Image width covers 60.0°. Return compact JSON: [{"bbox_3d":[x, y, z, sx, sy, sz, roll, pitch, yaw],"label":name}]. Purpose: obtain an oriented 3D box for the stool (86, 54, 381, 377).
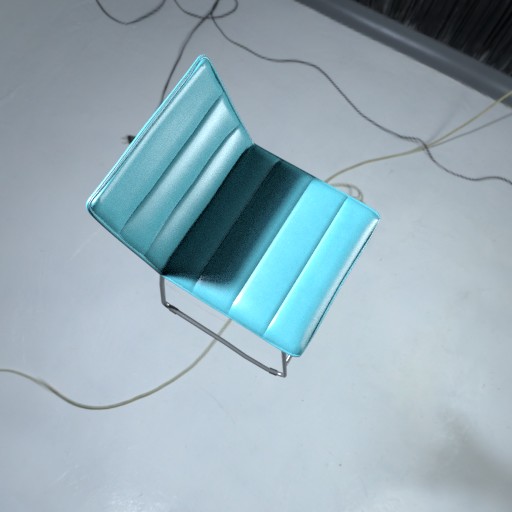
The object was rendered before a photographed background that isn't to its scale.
[{"bbox_3d":[0.000,0.000,1.237,0.524,0.936,0.489,31,77,8],"label":"stool"}]
